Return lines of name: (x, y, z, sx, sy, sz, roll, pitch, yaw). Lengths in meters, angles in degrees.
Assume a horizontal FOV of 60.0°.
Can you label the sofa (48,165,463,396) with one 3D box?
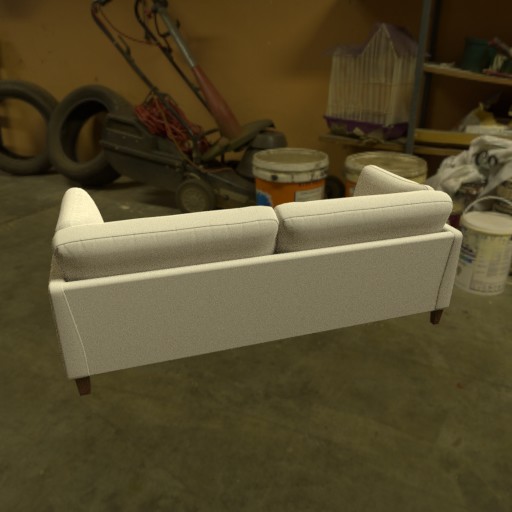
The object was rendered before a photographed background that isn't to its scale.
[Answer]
sofa: (0.000, 0.000, 2.752, 2.301, 0.863, 0.957, -8, 26, -16)
